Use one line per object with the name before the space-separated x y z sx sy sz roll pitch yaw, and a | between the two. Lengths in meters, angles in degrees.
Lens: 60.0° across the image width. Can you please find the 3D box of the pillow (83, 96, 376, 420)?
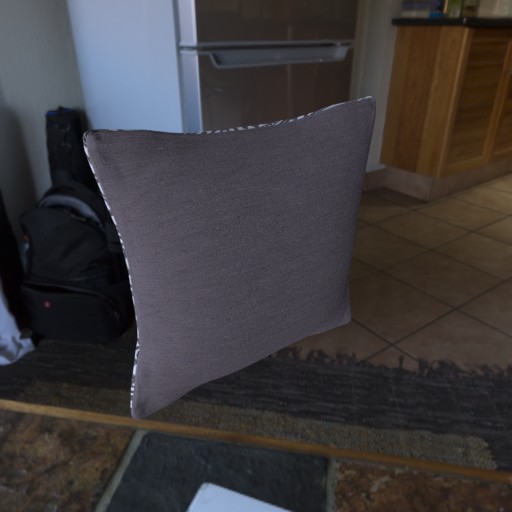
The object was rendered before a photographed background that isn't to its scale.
pillow | 0.000 0.000 0.656 0.436 0.417 0.148 -18 33 -29
